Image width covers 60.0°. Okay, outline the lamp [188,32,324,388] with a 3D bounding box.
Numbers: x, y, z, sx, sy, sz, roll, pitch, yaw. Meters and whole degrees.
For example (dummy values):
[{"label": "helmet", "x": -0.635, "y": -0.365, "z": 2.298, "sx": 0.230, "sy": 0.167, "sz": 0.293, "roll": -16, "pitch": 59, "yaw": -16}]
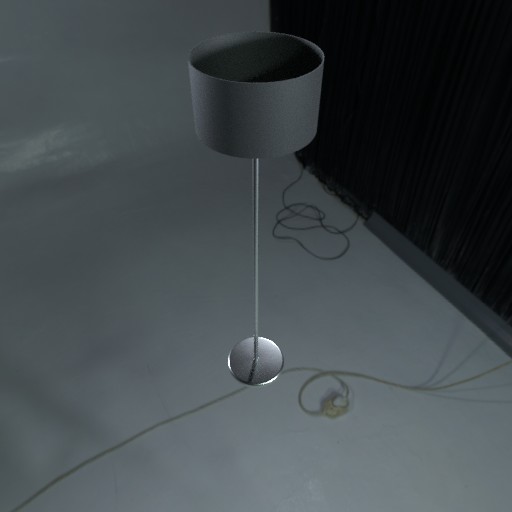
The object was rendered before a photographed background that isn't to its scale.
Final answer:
[{"label": "lamp", "x": 0.000, "y": 0.000, "z": 1.639, "sx": 0.348, "sy": 1.443, "sz": 0.348, "roll": -24, "pitch": 49, "yaw": -22}]
